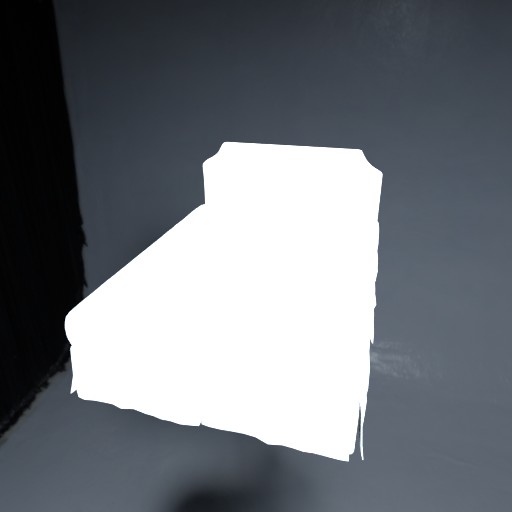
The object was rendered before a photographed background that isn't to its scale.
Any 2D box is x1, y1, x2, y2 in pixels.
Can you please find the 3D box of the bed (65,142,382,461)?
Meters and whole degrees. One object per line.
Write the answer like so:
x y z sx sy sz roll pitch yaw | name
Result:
0.000 0.000 3.576 1.977 1.293 2.498 7 26 14 | bed
